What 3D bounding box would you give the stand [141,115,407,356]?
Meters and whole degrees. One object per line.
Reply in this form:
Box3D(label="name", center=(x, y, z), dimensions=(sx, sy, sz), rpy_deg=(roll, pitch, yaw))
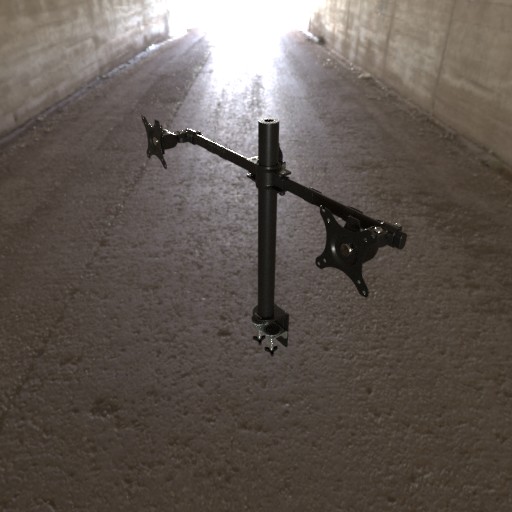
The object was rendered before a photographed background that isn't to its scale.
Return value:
Box3D(label="stand", center=(0.000, 0.000, 1.013), dimensions=(0.150, 0.603, 0.743), rpy_deg=(-22, 38, -30))
